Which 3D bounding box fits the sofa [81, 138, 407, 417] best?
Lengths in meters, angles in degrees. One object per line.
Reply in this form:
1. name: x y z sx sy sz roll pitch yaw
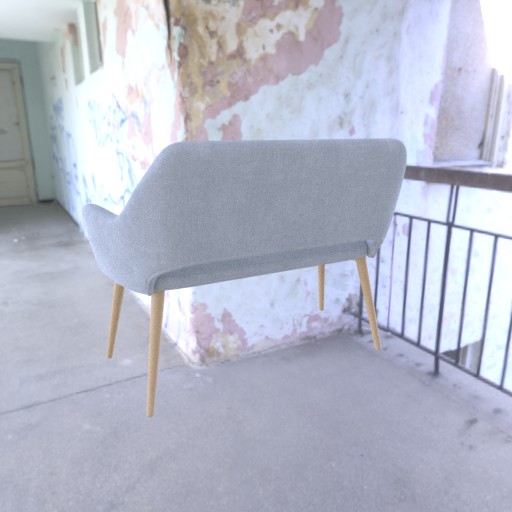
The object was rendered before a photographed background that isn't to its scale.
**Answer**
1. sofa: 0.000 0.000 1.627 1.150 0.840 0.610 -8 18 -26
